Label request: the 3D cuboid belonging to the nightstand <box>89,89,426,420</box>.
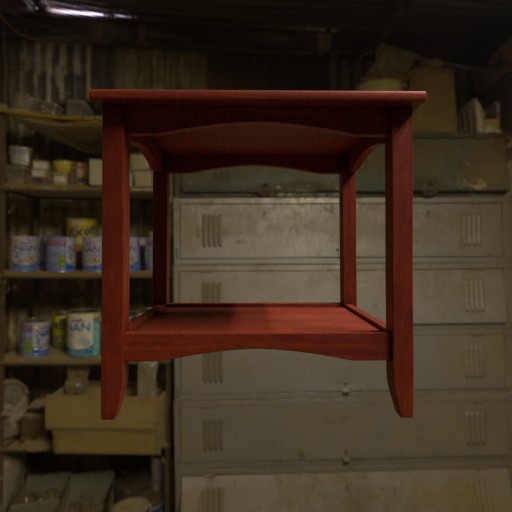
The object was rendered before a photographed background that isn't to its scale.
[{"bbox_3d":[0.000,0.000,0.987,0.558,0.558,0.501,0,1,-1],"label":"nightstand"}]
